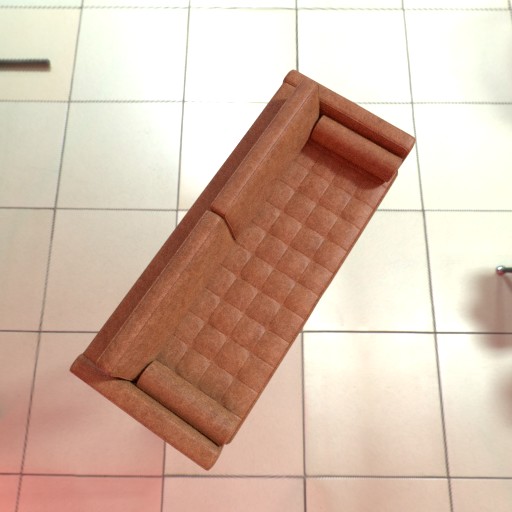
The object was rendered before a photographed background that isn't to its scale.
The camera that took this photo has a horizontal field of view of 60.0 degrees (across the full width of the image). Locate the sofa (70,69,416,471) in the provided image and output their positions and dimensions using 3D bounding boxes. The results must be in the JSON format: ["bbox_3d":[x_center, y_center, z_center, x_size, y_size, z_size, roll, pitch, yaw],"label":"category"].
[{"bbox_3d":[0.000,0.000,2.644,0.919,0.770,2.200,32,78,8],"label":"sofa"}]
